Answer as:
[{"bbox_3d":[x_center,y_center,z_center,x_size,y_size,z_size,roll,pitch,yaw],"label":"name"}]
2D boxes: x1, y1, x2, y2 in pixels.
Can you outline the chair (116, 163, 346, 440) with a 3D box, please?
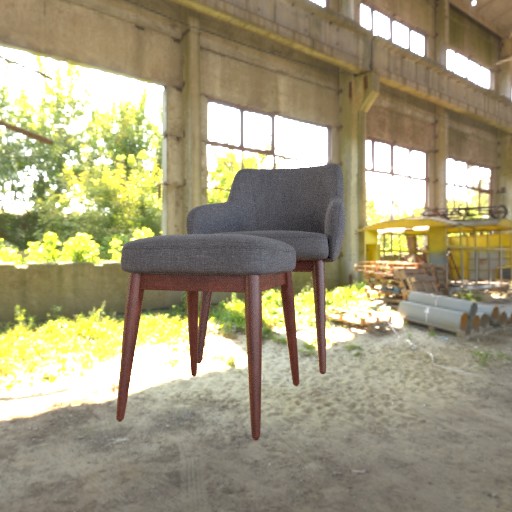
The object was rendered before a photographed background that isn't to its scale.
[{"bbox_3d":[0.000,0.000,1.543,0.584,0.799,1.107,0,1,18],"label":"chair"}]
